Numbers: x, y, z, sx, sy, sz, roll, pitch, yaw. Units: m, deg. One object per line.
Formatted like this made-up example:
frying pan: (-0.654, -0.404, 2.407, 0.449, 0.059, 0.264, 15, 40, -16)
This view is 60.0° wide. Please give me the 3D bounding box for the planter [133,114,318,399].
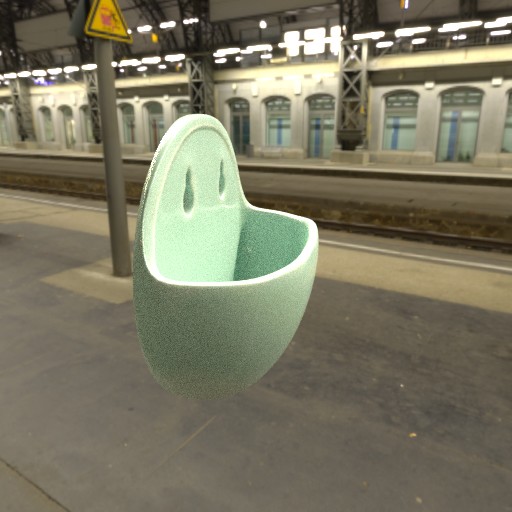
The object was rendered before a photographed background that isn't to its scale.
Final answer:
planter: (0.000, 0.000, 0.268, 0.073, 0.164, 0.189, 3, 16, 11)
